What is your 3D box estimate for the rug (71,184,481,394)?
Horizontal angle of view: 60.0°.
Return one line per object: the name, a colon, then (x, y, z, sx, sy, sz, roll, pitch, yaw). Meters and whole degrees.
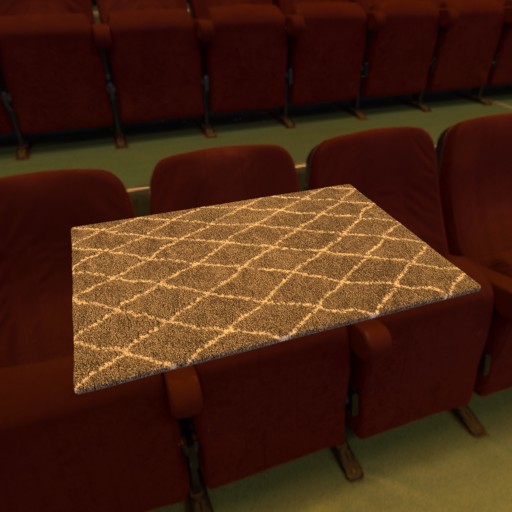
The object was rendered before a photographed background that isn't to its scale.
rug: (0.000, 0.000, 2.270, 1.778, 0.030, 1.219, -11, 35, -16)
